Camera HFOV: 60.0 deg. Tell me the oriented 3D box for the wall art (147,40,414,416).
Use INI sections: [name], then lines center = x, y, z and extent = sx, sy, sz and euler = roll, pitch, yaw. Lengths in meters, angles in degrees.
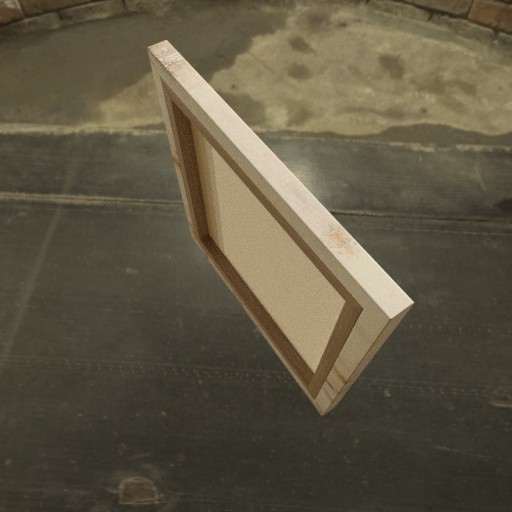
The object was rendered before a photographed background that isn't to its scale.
[wall art]
center = 0.000, 0.000, 0.913
extent = 0.040, 0.613, 0.611
euler = -31, 65, -16
